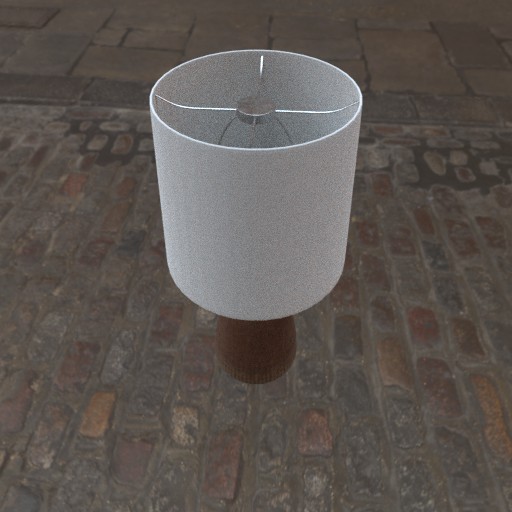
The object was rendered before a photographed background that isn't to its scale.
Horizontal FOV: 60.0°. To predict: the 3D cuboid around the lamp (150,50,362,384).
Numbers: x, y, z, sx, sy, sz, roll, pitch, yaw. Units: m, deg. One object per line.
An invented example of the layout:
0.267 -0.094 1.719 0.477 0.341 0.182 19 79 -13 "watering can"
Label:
0.000 0.000 0.478 0.186 0.369 0.186 0 46 0 "lamp"
